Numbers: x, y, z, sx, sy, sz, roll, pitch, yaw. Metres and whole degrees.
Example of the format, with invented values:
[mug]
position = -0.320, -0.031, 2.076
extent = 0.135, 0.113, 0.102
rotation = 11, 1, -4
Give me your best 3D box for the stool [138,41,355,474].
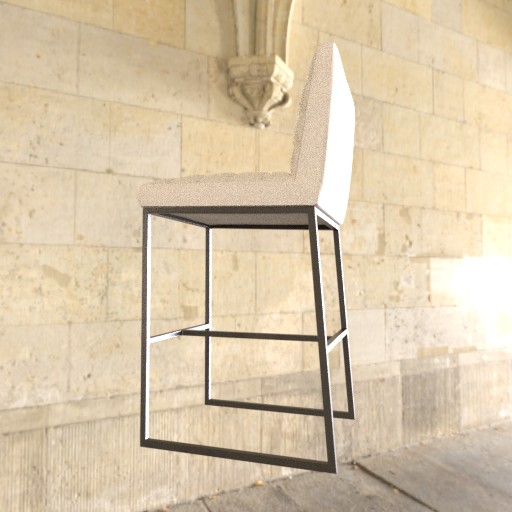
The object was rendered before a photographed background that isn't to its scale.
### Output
[stool]
position = 0.000, 0.000, 1.367
extent = 0.573, 1.061, 0.464
rotation = -1, -3, 18
